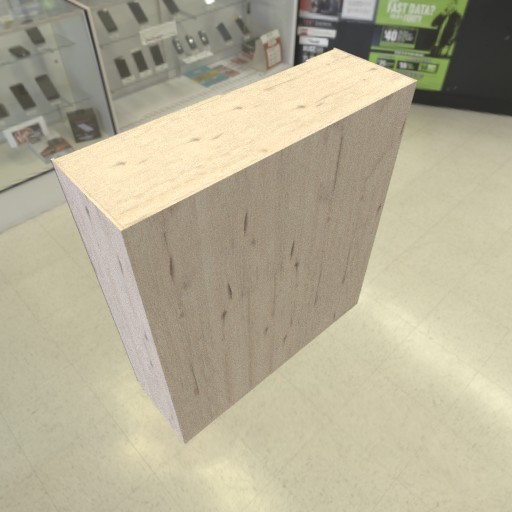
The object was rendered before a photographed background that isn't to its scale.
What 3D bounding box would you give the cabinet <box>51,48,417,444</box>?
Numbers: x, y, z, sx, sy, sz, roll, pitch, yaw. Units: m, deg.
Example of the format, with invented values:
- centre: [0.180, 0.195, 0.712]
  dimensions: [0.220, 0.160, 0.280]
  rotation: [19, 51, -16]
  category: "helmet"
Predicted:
- centre: [0.000, 0.000, 3.160]
  dimensions: [2.000, 2.180, 0.660]
  rotation: [-32, 54, -27]
  category: "cabinet"
